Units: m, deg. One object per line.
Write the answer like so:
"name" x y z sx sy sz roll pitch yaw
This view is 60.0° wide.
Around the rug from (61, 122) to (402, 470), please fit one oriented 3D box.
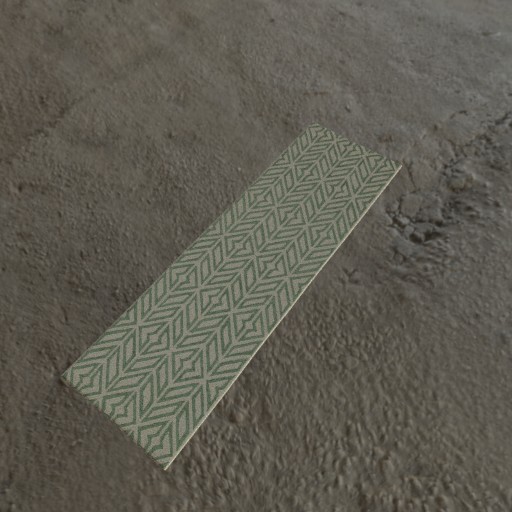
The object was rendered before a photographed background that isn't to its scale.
"rug" 0.000 0.000 2.733 0.750 0.009 2.435 33 64 18
